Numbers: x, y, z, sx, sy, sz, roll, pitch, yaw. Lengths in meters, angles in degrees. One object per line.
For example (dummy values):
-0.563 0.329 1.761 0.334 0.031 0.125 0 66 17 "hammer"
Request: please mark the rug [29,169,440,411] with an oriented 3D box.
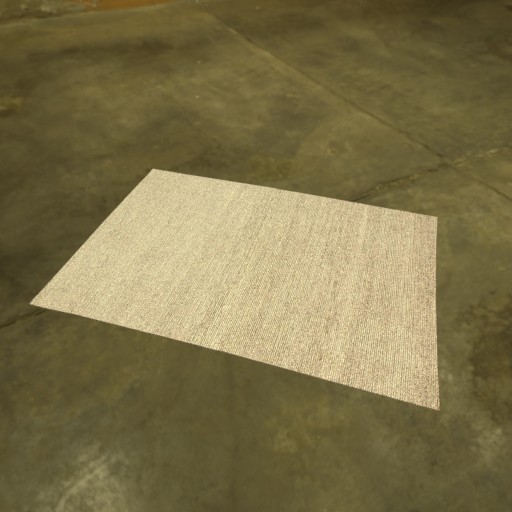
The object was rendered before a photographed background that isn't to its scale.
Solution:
0.000 0.000 2.950 2.342 0.030 1.609 12 43 13 "rug"
